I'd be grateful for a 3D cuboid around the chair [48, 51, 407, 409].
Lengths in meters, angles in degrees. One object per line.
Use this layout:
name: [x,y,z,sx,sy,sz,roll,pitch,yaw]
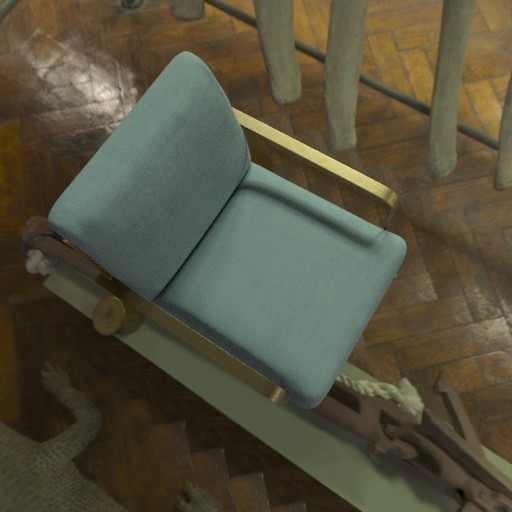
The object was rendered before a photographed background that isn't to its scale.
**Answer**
chair: [0.000,0.000,1.450,0.842,0.824,0.701,32,77,8]
